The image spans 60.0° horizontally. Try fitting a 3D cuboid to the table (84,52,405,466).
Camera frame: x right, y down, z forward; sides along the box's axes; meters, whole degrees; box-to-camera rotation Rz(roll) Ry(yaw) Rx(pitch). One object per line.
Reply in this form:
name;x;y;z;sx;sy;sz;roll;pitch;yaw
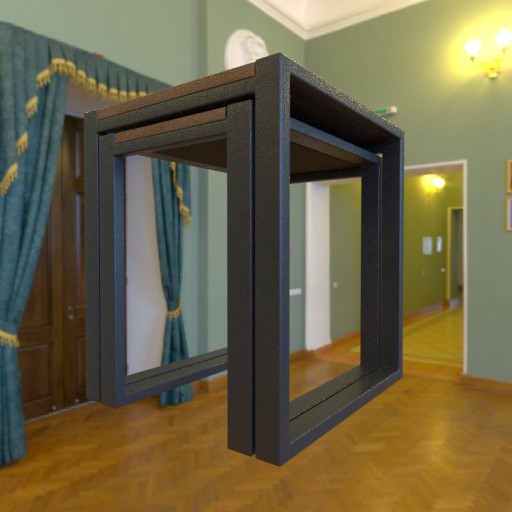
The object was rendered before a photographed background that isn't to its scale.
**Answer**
table;0.000;0.000;0.918;0.449;0.550;0.500;1;2;36
